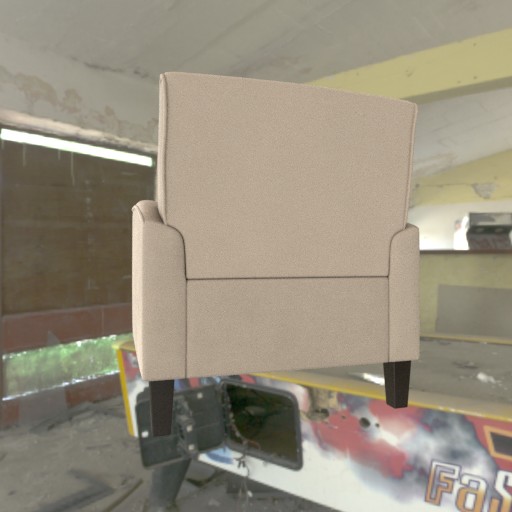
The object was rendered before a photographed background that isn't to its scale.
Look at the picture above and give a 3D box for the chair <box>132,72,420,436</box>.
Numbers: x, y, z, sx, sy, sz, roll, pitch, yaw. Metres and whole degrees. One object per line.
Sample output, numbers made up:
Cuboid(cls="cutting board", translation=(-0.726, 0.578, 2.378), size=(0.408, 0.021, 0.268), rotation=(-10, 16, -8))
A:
Cuboid(cls="chair", translation=(0.000, 0.000, 1.545), size=(0.820, 0.915, 0.820), rotation=(0, 0, -17))
